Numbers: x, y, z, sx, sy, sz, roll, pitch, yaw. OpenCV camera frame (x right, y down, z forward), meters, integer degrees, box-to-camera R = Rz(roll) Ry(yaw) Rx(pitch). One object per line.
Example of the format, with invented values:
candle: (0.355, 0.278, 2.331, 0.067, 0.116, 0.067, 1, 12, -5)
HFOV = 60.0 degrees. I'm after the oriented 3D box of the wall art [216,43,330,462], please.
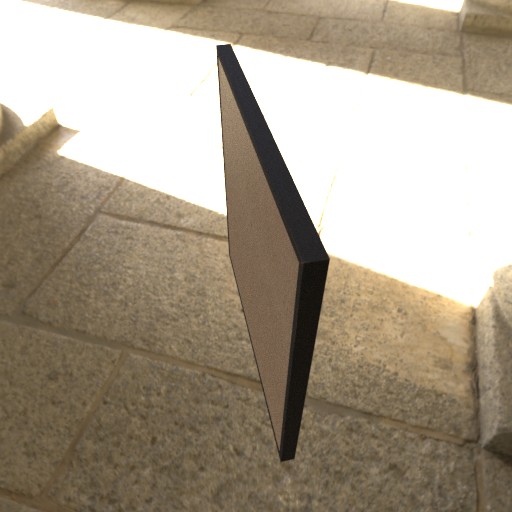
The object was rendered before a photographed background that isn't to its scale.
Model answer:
wall art: (0.000, 0.000, 1.133, 0.038, 0.762, 0.762, -9, 47, -9)
